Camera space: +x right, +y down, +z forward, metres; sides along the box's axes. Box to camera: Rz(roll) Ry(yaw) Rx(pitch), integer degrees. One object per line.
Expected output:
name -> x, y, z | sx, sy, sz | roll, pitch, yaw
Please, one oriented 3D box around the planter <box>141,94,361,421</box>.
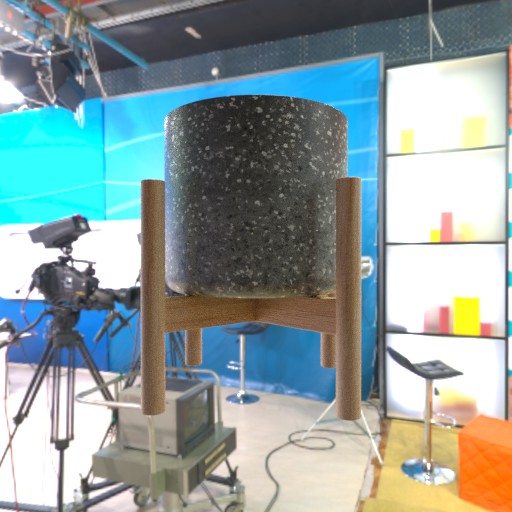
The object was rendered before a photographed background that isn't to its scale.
planter -> 0.000, 0.000, 0.549 | 0.284, 0.320, 0.284 | 0, 0, -18
